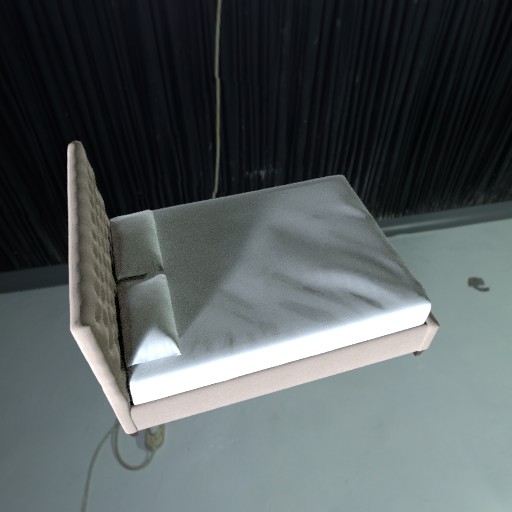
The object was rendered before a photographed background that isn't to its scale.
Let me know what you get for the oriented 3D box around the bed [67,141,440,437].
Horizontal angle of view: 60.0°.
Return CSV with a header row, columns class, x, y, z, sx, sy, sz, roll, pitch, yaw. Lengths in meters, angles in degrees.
class,x,y,z,sx,sy,sz,roll,pitch,yaw
bed,0.000,0.000,3.411,2.387,1.427,1.698,-12,49,-11
